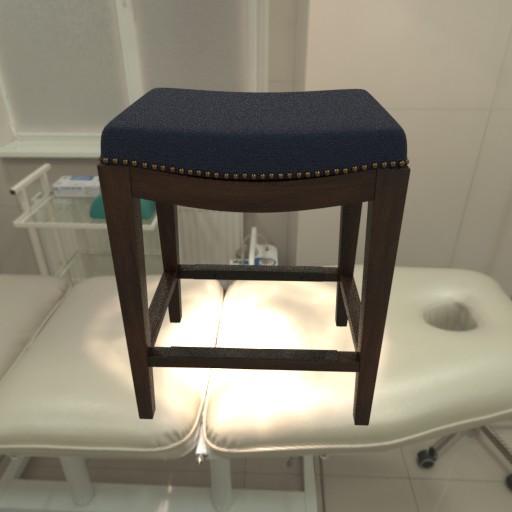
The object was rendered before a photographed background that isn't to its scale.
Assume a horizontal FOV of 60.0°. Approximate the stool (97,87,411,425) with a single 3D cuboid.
[{"bbox_3d":[0.000,0.000,0.960,0.500,0.642,0.361,1,31,2],"label":"stool"}]
